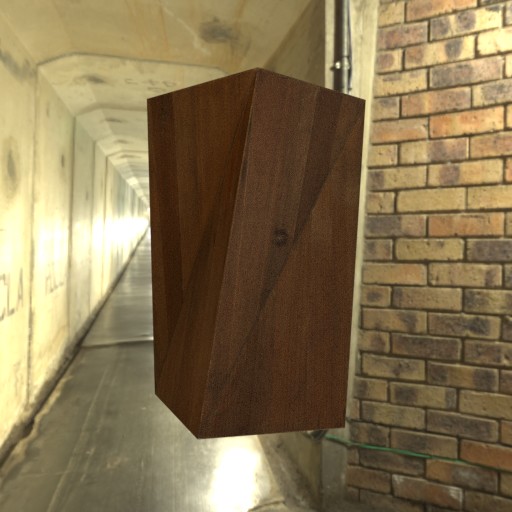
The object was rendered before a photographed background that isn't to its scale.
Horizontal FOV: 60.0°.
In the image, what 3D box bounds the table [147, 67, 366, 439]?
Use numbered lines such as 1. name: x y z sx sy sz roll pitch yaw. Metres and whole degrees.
1. table: 0.000 0.000 0.923 0.441 0.604 0.425 0 1 19
